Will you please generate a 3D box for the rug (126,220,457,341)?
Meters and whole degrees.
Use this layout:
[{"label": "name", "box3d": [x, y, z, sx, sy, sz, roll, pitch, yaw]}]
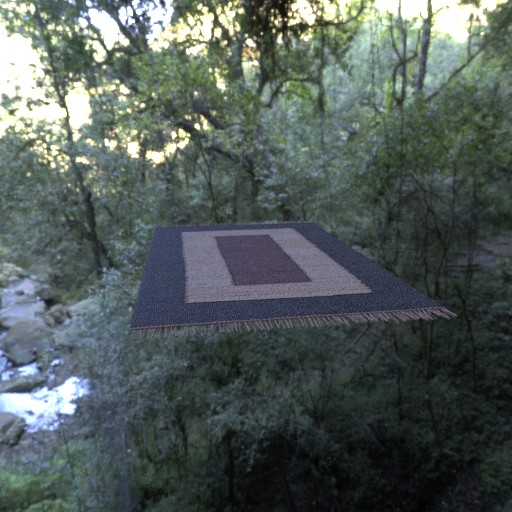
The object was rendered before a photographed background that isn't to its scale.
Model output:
[{"label": "rug", "box3d": [0.000, 0.000, 2.534, 1.224, 0.027, 2.021, -3, 15, -9]}]
